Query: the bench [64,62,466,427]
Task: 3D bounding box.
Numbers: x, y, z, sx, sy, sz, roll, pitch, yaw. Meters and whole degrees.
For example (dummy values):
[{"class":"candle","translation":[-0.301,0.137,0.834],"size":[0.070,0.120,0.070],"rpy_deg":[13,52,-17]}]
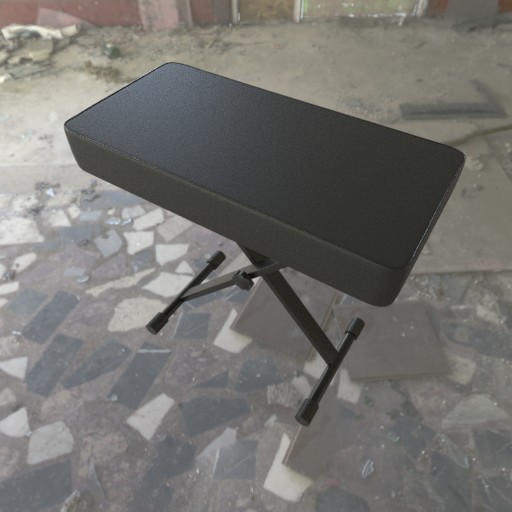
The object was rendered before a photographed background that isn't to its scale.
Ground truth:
[{"class":"bench","translation":[0.000,0.000,0.917],"size":[0.600,0.561,0.300],"rpy_deg":[25,53,21]}]
